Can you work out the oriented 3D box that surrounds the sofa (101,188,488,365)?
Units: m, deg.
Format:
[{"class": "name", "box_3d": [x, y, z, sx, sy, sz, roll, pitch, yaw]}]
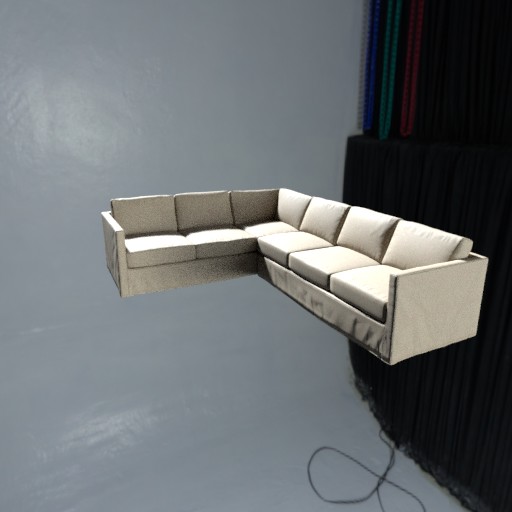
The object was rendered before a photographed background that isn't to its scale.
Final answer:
[{"class": "sofa", "box_3d": [0.000, 0.000, 4.308, 2.432, 0.871, 3.182, -8, 19, -25]}]
